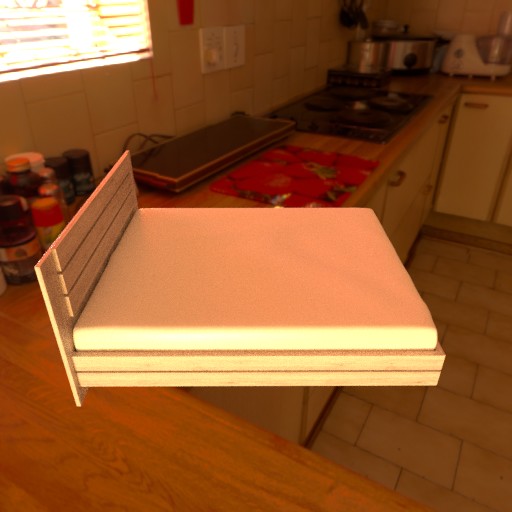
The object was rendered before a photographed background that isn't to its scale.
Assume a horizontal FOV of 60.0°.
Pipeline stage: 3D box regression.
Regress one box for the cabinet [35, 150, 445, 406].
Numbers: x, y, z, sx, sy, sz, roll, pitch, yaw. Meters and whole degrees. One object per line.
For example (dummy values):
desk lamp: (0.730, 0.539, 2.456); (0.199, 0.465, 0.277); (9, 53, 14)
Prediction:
cabinet: (0.000, 0.000, 3.068); (2.080, 0.970, 1.750); (0, 31, 0)
